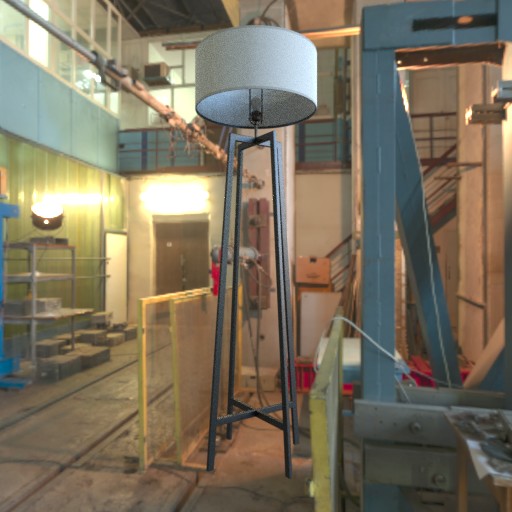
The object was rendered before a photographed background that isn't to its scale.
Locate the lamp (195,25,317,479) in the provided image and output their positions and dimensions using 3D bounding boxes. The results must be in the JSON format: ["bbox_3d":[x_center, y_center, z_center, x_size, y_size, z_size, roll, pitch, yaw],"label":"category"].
[{"bbox_3d":[0.000,0.000,1.676,0.457,1.510,0.456,0,0,-35],"label":"lamp"}]
